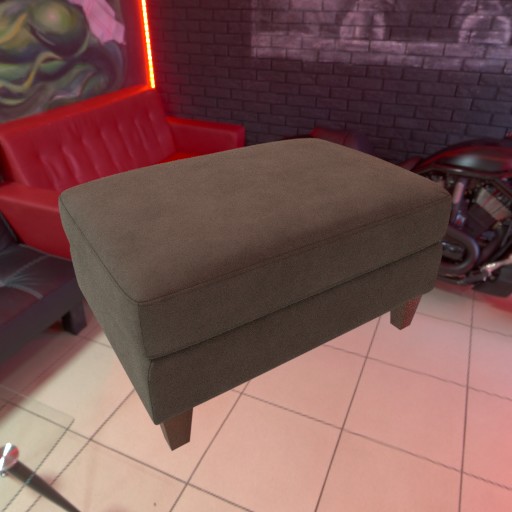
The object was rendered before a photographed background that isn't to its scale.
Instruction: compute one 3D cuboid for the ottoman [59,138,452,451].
[{"bbox_3d":[0.000,0.000,1.202,0.864,0.483,0.584,-19,36,-28],"label":"ottoman"}]
